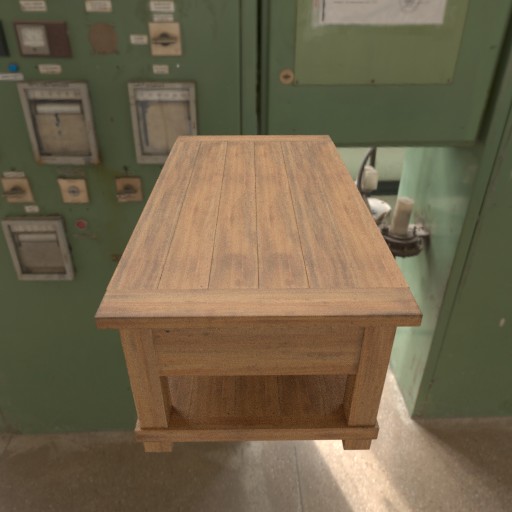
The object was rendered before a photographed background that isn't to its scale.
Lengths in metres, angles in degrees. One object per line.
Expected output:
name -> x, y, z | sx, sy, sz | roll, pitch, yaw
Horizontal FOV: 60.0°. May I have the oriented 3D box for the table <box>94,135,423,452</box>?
table -> 0.000, 0.000, 1.579 | 0.693, 0.494, 1.270 | 0, 32, -1
